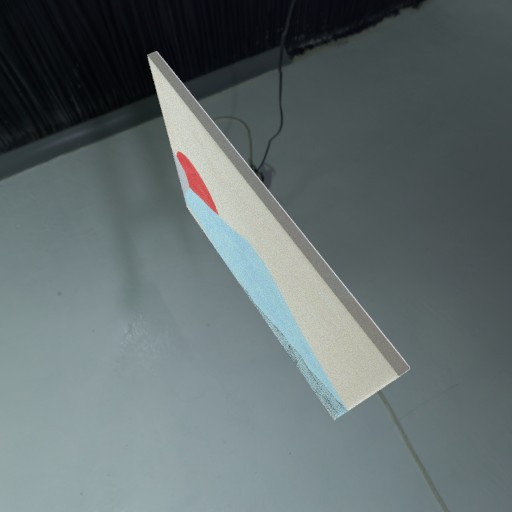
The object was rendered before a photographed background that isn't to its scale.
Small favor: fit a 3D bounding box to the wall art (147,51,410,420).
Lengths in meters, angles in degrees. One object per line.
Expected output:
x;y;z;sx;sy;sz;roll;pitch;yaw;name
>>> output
0.000;0.000;1.621;0.042;0.912;1.219;-31;68;-14;wall art
